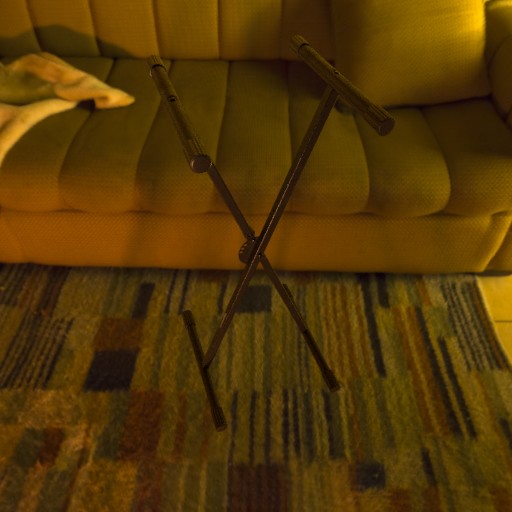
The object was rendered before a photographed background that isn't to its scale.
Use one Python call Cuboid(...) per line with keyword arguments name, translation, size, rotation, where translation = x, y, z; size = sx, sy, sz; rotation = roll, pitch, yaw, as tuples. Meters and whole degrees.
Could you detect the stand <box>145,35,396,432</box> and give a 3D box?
Cuboid(name="stand", translation=(0.000, 0.000, 1.174), size=(0.409, 0.940, 0.449), rotation=(-14, 48, -13))
